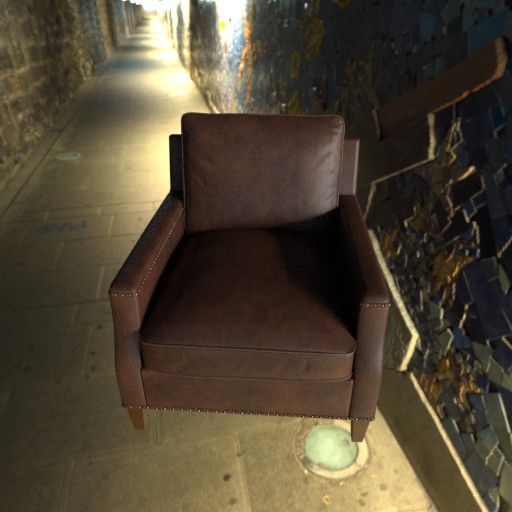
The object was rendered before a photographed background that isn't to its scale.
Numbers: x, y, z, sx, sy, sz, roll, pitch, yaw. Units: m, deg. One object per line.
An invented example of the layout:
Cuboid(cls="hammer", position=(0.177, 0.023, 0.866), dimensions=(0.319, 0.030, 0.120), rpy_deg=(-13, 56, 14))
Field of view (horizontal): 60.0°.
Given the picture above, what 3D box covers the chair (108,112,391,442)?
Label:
Cuboid(cls="chair", position=(0.000, 0.000, 1.719), dimensions=(0.853, 0.929, 1.014), rpy_deg=(2, 30, 3))
